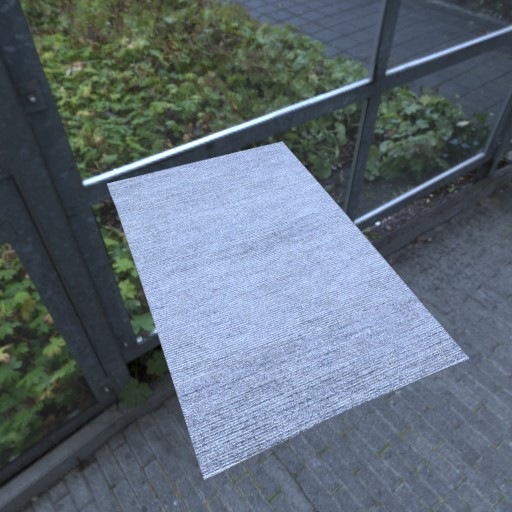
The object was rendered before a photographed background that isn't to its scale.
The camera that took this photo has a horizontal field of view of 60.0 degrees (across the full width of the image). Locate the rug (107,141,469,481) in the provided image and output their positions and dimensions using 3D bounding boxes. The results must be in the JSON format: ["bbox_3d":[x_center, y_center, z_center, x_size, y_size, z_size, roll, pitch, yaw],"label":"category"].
[{"bbox_3d":[0.000,0.000,2.227,1.159,0.021,1.789,-17,49,-16],"label":"rug"}]
